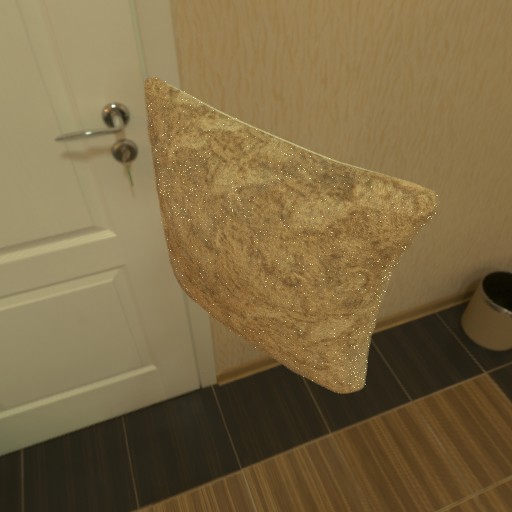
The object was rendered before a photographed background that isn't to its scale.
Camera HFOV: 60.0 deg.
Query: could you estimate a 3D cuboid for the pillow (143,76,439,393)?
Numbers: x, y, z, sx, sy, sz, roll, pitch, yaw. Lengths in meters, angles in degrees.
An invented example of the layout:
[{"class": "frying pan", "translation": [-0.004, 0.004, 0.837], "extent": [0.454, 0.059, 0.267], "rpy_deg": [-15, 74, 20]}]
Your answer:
[{"class": "pillow", "translation": [0.000, 0.000, 0.816], "extent": [0.538, 0.525, 0.216], "rpy_deg": [31, 53, 27]}]
